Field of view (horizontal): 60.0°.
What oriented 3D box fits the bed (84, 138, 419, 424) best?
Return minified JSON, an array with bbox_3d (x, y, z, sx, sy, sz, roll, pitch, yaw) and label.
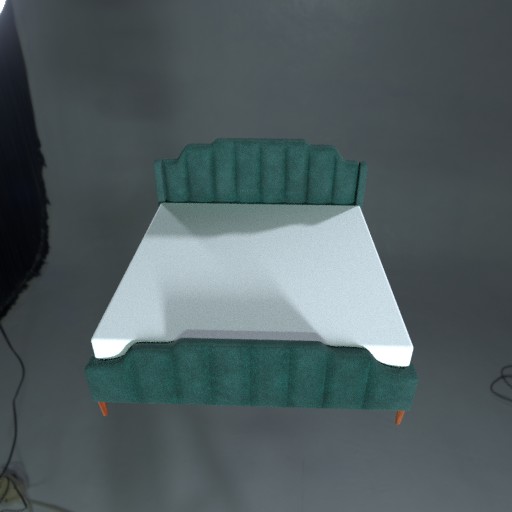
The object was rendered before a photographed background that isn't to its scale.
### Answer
[{"bbox_3d":[0.000,0.000,3.600,2.074,1.245,2.340,1,32,2],"label":"bed"}]
